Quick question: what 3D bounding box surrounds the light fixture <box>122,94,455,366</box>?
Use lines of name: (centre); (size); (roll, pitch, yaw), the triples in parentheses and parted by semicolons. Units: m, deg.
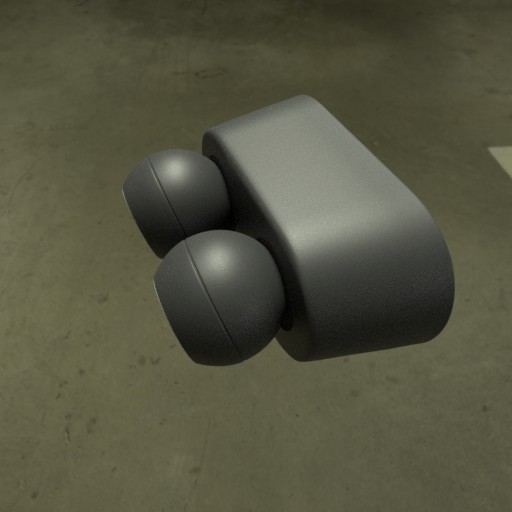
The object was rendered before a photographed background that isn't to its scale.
light fixture: (0.000, 0.000, 0.333); (0.159, 0.159, 0.229); (-17, 49, -15)
